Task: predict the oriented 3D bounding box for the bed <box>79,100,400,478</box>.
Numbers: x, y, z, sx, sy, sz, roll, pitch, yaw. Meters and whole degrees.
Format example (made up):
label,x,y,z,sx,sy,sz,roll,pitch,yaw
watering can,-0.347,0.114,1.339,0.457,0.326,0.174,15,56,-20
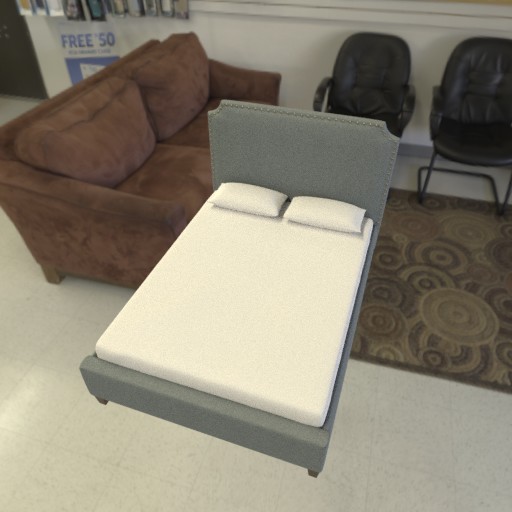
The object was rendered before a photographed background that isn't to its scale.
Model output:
label,x,y,z,sx,sy,sz,roll,pitch,yaw
bed,0.000,0.000,3.409,1.712,1.443,2.372,13,42,15
